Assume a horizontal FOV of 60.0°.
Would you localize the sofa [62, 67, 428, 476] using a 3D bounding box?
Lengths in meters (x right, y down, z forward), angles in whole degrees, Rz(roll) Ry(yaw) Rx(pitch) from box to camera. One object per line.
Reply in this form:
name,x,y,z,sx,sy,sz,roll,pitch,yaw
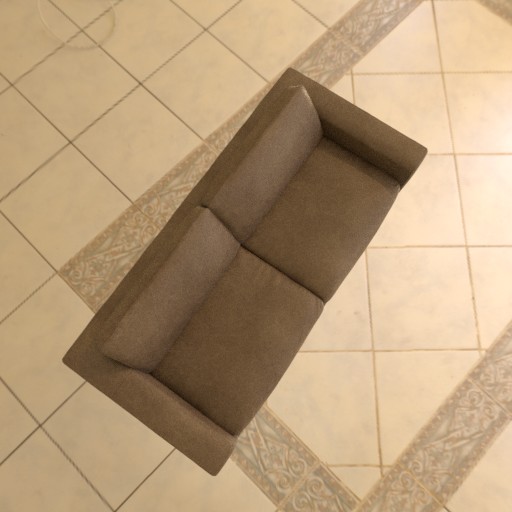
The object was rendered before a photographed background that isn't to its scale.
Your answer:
sofa,0.000,0.000,2.720,1.070,0.801,2.262,34,78,8
